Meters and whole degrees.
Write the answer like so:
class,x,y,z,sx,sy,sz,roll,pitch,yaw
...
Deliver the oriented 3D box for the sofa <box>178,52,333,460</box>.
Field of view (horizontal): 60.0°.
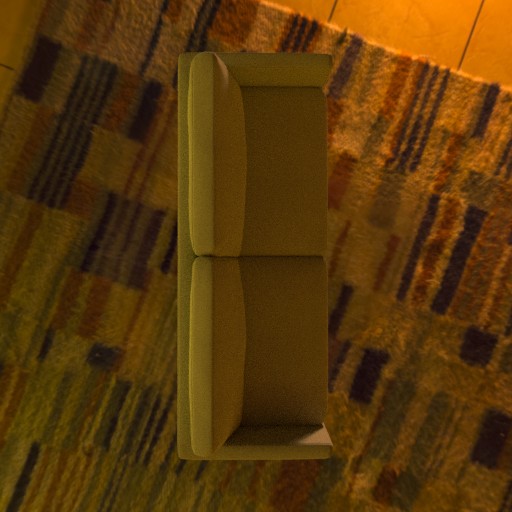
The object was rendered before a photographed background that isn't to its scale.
class,x,y,z,sx,sy,sz,roll,pitch,yaw
sofa,0.000,0.000,2.895,0.948,0.965,2.434,0,90,-1
